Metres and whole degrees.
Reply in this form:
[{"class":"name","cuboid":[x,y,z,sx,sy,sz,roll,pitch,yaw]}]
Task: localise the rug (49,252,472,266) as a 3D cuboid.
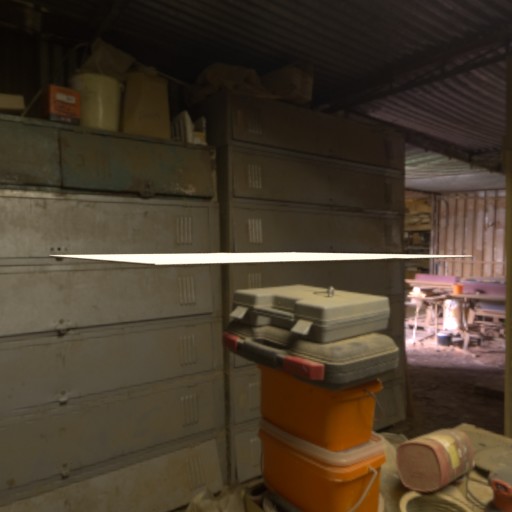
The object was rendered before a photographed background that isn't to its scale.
[{"class":"rug","cuboid":[0.000,0.000,4.017,3.009,0.019,2.423,-1,2,-36]}]
